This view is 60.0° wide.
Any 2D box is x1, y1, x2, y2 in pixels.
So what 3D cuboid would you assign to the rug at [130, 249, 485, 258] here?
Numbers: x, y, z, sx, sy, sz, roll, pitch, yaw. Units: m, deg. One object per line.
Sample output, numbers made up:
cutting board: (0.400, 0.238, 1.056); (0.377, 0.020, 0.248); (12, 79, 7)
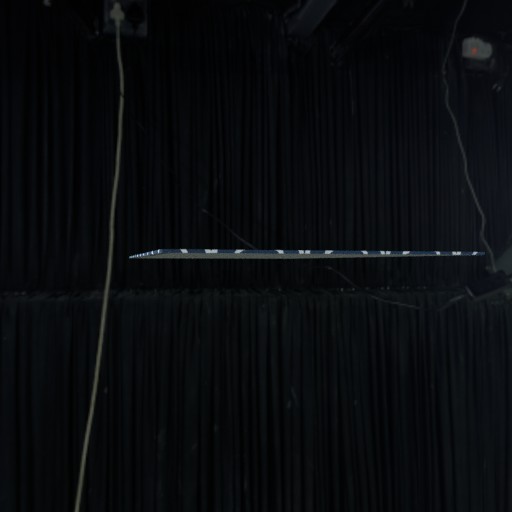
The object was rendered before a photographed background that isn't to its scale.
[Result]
rug: (0.000, 0.000, 2.231); (1.143, 0.010, 1.753); (0, -1, -19)
